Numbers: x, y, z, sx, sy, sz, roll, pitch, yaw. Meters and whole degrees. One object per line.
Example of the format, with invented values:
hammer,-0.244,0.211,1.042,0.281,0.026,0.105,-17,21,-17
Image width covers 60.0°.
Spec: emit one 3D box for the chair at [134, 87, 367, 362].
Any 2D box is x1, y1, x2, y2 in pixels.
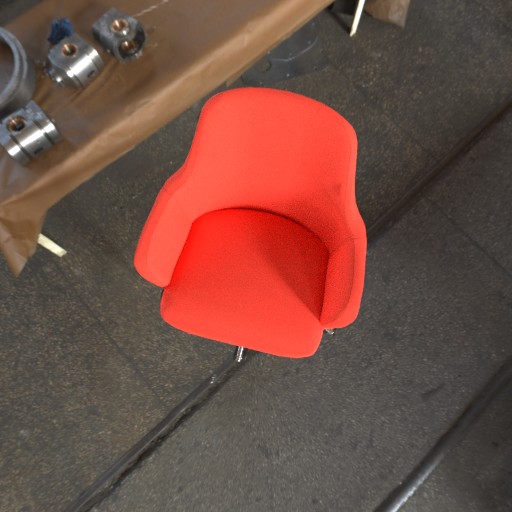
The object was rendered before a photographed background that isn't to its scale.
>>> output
chair,0.000,0.000,1.300,0.655,0.820,0.600,14,75,4
